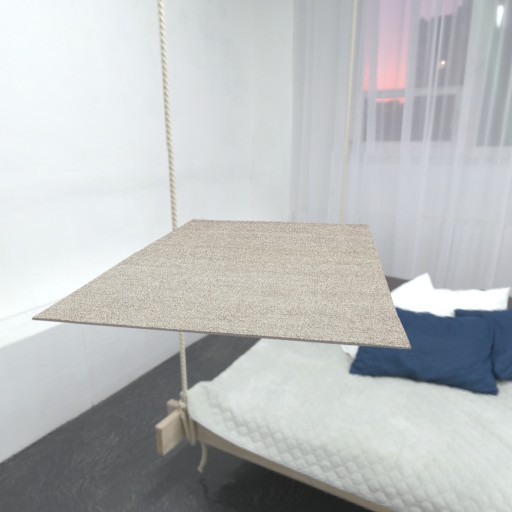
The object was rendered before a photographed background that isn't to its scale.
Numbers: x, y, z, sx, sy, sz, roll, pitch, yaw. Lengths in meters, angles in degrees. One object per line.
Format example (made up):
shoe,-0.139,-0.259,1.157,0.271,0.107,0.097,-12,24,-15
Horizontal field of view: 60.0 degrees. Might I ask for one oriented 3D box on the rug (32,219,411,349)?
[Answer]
rug,0.000,0.000,2.920,1.609,0.030,2.342,3,16,10
